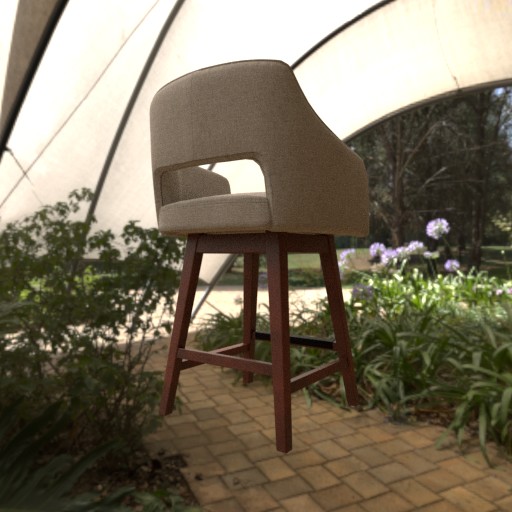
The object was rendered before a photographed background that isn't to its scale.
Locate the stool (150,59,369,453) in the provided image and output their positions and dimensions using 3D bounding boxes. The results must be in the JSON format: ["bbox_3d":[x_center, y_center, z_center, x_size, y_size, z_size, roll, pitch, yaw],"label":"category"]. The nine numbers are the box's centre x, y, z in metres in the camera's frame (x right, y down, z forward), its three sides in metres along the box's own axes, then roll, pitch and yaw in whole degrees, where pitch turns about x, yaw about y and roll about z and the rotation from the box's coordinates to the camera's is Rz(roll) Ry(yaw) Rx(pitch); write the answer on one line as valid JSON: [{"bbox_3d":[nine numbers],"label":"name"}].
[{"bbox_3d":[0.000,0.000,1.338,0.599,0.944,0.558,0,0,36],"label":"stool"}]
